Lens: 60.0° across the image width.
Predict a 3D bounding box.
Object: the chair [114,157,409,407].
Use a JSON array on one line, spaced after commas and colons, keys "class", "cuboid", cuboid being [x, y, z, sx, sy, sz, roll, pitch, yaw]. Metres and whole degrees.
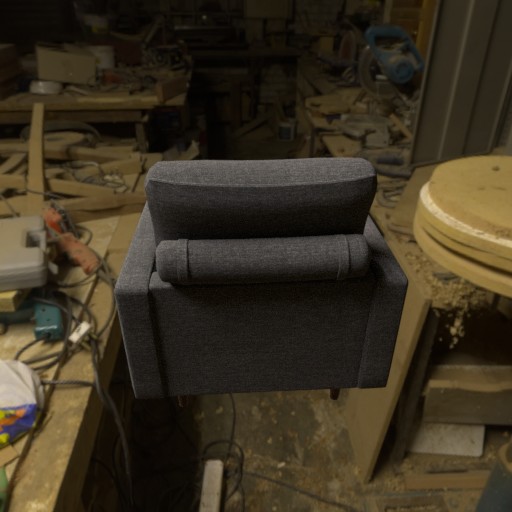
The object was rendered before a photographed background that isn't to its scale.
[{"class": "chair", "cuboid": [0.000, 0.000, 1.595, 0.821, 0.880, 0.843, -2, 31, -3]}]
